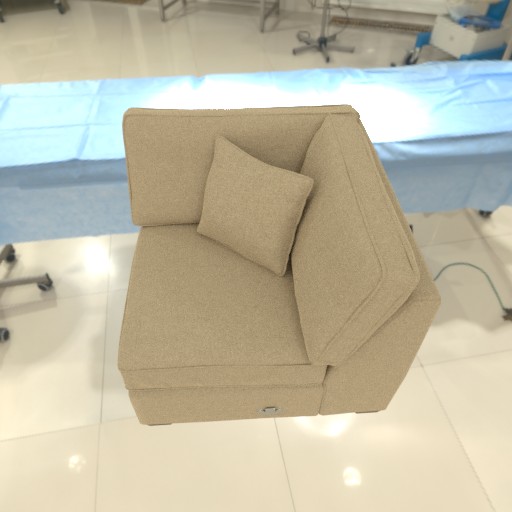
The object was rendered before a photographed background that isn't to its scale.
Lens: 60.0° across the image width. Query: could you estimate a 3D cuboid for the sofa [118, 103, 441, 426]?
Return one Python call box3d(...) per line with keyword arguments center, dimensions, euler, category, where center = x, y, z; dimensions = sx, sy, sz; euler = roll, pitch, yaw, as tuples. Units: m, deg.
box3d(center=(0.000, 0.000, 1.915), dimensions=(1.084, 1.002, 1.146), euler=(-3, 46, -3), category="sofa")
